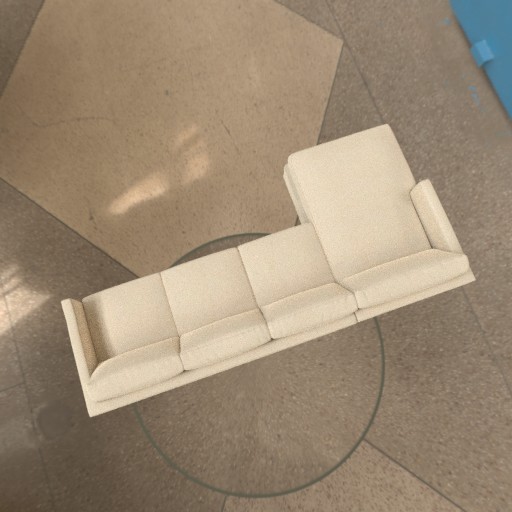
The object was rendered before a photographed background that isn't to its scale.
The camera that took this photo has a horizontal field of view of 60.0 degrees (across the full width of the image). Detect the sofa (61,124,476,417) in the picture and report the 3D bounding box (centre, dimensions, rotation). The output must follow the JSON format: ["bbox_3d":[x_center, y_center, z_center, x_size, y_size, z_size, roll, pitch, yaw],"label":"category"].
[{"bbox_3d":[0.000,0.000,3.845,3.205,0.922,1.650,-19,78,-4],"label":"sofa"}]
